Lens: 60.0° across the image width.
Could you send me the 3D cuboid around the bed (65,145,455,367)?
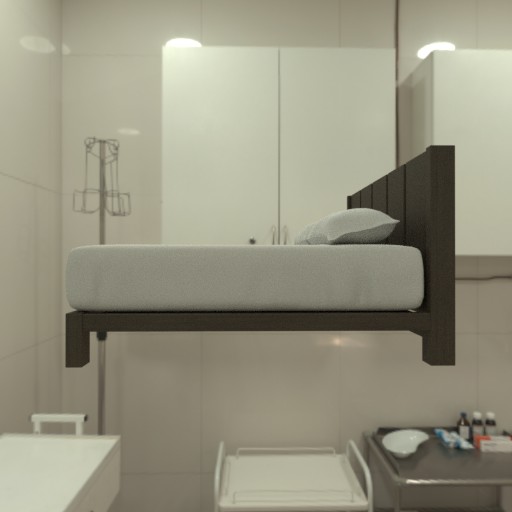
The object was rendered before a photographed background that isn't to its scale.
[{"bbox_3d":[0.000,0.000,3.578,2.238,1.261,2.143,0,0,-1],"label":"bed"}]
